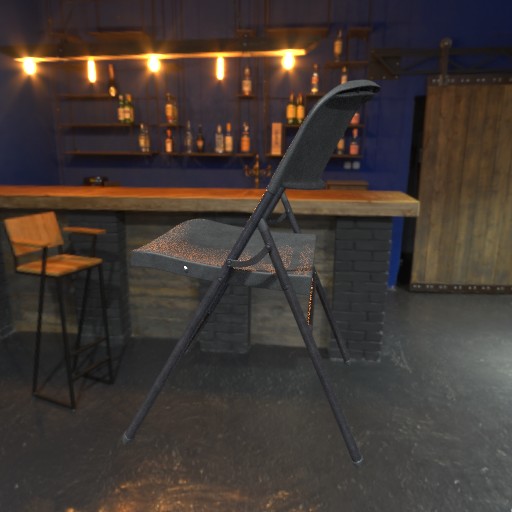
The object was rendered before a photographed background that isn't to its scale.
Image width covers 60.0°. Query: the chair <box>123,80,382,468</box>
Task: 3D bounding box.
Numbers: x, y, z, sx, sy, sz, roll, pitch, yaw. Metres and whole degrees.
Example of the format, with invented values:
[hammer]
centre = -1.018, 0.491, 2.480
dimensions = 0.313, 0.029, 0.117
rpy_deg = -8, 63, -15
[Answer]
[chair]
centre = 0.000, 0.000, 1.134
dimensions = 0.566, 0.810, 0.494
rpy_deg = 2, 15, 8
